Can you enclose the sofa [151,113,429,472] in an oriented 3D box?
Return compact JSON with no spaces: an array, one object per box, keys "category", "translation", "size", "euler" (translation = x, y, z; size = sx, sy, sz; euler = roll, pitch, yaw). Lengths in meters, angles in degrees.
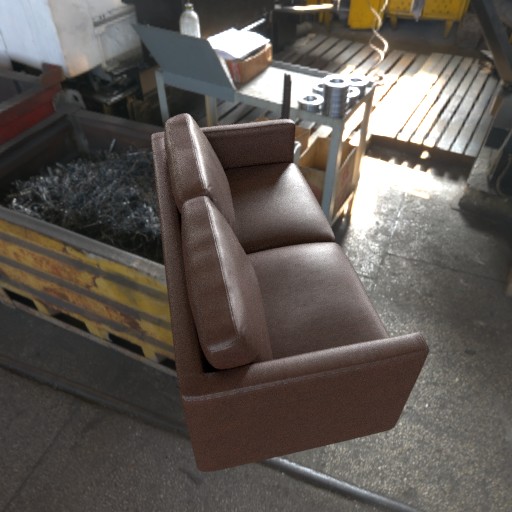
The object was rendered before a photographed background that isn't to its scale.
[{"category":"sofa","translation":[0.000,0.000,2.397],"size":[0.951,0.933,1.883],"euler":[-9,45,-9]}]
